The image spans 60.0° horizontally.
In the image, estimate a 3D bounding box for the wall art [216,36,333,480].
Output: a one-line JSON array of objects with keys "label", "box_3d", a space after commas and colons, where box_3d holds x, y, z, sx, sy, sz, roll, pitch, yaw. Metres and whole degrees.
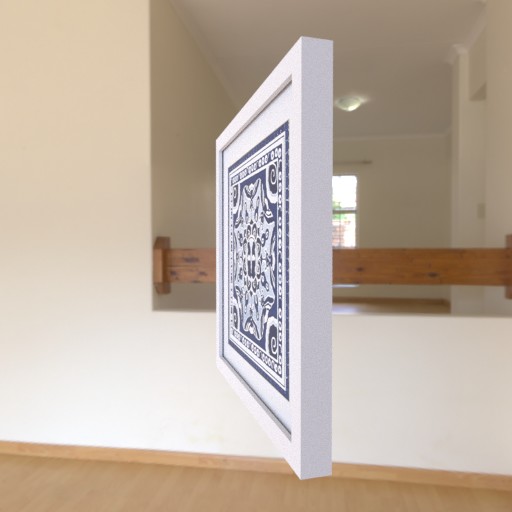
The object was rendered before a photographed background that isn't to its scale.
[{"label": "wall art", "box_3d": [0.000, 0.000, 0.528, 0.027, 0.355, 0.355, 0, 1, -16]}]
